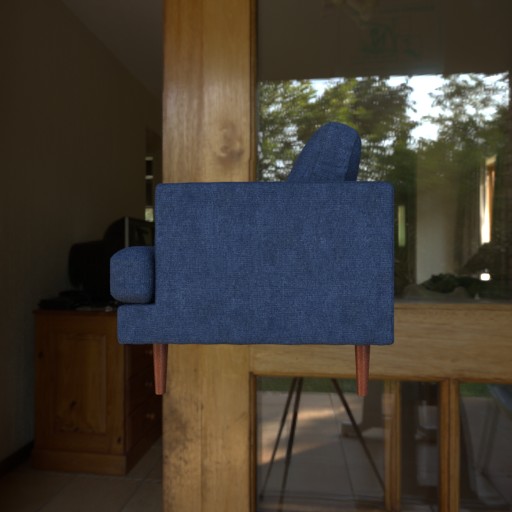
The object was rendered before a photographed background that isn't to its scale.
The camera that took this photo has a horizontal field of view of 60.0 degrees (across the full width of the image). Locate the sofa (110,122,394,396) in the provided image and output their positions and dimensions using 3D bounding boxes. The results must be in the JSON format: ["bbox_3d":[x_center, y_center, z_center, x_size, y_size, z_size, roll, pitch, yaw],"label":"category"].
[{"bbox_3d":[0.000,0.000,2.148,0.903,0.944,1.582,0,0,2],"label":"sofa"}]
